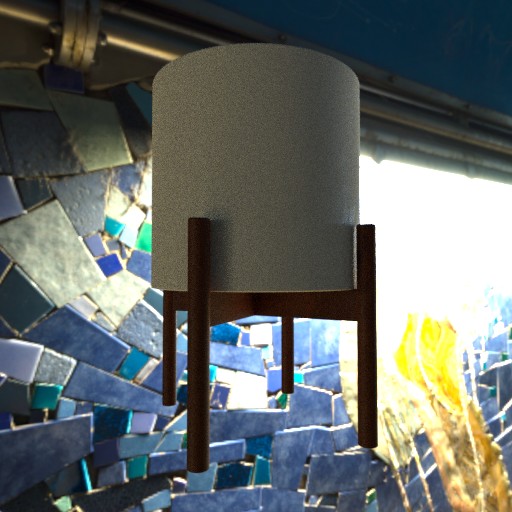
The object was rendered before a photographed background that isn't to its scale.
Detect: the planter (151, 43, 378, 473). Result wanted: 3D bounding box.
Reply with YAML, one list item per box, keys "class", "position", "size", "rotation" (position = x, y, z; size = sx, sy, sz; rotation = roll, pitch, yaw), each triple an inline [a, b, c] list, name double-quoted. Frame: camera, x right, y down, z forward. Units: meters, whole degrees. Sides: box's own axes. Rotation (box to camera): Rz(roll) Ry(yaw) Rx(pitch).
- class: "planter"
  position: [0.000, 0.000, 0.907]
  size: [0.417, 0.670, 0.417]
  rotation: [1, -2, -19]
